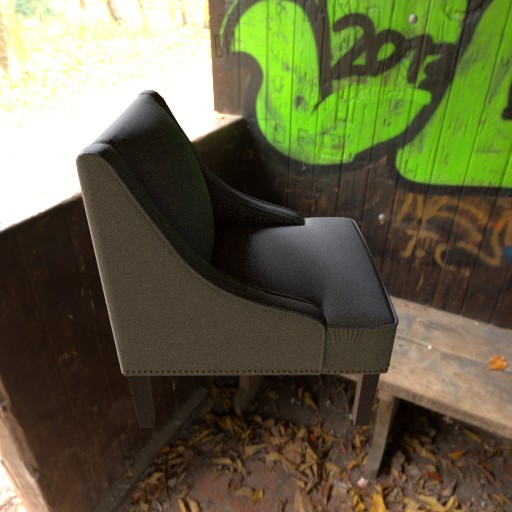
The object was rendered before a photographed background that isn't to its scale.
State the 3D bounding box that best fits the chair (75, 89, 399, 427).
[{"bbox_3d":[0.000,0.000,1.371,0.747,0.867,0.631,0,32,0],"label":"chair"}]
